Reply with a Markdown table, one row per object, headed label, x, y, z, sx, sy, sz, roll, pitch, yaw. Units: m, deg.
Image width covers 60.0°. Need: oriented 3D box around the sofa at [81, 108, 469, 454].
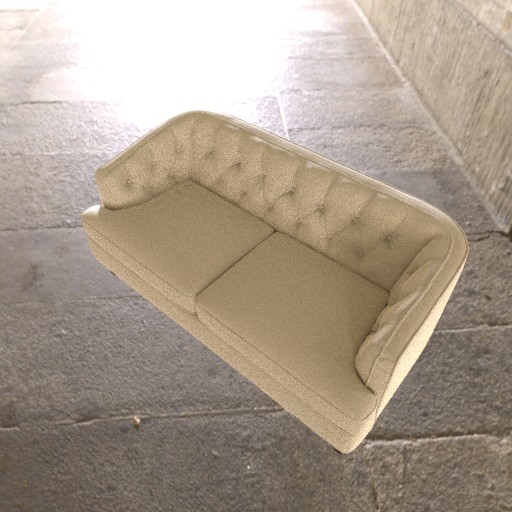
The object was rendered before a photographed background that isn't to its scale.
| label | x | y | z | sx | sy | sz | roll | pitch | yaw |
| --- | --- | --- | --- | --- | --- | --- | --- | --- | --- |
| sofa | 0.000 | 0.000 | 2.223 | 1.733 | 0.855 | 0.941 | 32 | 54 | 27 |
